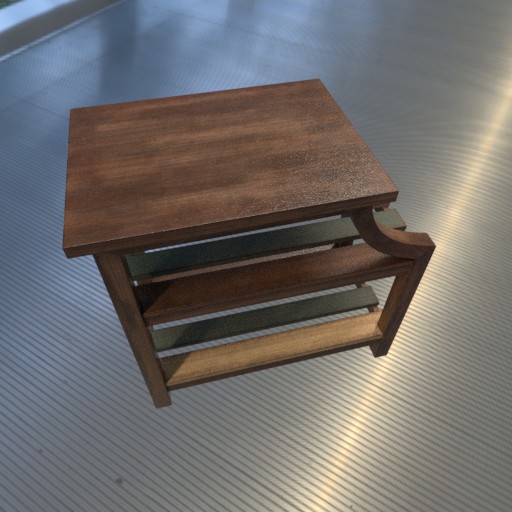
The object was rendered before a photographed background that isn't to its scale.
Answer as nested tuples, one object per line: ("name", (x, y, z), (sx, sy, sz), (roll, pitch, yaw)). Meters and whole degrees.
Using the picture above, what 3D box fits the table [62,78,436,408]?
("table", (0.000, 0.000, 0.959), (0.609, 0.584, 0.356), (-11, 49, -9))
